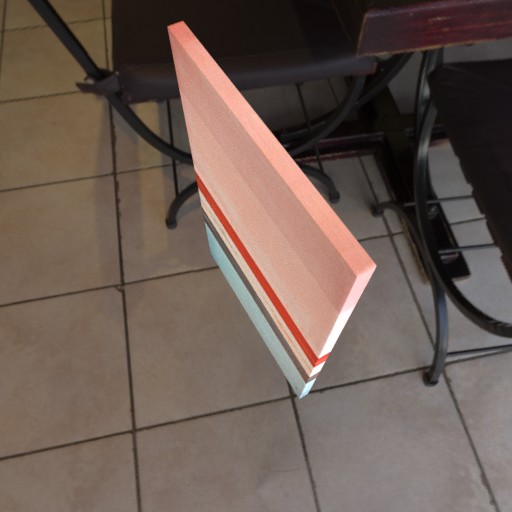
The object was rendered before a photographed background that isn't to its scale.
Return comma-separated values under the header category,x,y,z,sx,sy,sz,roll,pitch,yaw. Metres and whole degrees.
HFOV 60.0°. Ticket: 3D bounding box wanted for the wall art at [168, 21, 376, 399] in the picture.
category,x,y,z,sx,sy,sz,roll,pitch,yaw
wall art,0.000,0.000,1.131,0.038,0.914,0.610,-27,65,-14
